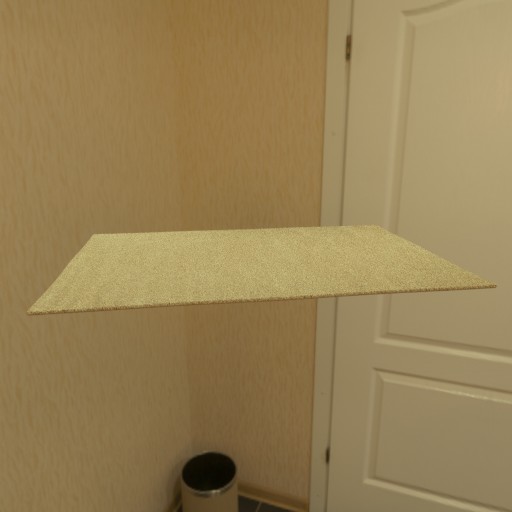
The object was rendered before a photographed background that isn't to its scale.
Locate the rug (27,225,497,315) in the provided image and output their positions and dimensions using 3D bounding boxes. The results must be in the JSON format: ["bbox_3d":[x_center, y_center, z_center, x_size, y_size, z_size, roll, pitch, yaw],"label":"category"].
[{"bbox_3d":[0.000,0.000,3.362,2.699,0.025,1.800,-2,16,-9],"label":"rug"}]
